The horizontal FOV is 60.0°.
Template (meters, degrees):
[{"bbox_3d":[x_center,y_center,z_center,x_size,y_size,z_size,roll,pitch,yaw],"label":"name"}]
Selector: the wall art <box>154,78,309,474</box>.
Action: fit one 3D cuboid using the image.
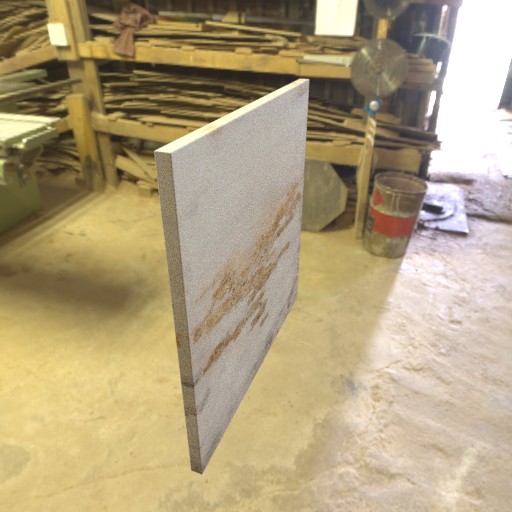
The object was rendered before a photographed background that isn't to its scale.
[{"bbox_3d":[0.000,0.000,1.539,0.040,1.018,1.015,11,32,18],"label":"wall art"}]
